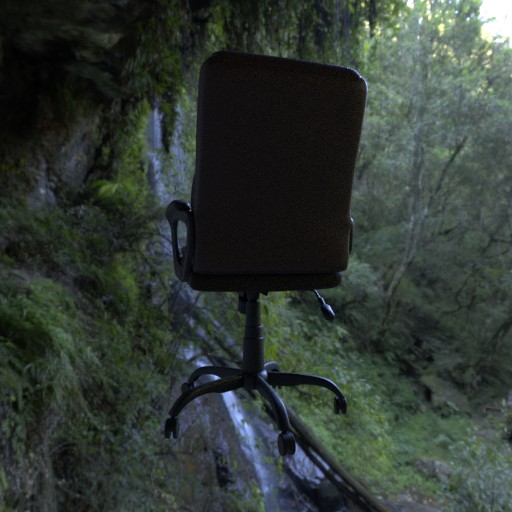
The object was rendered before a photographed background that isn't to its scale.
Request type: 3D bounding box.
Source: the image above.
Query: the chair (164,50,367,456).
[{"bbox_3d":[0.000,0.000,1.464,0.615,1.072,0.655,0,0,-17],"label":"chair"}]
